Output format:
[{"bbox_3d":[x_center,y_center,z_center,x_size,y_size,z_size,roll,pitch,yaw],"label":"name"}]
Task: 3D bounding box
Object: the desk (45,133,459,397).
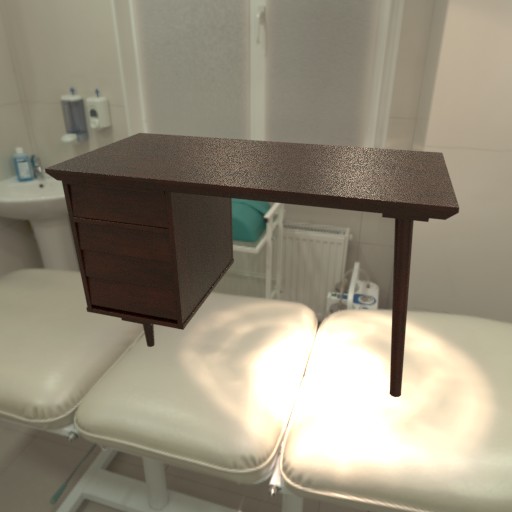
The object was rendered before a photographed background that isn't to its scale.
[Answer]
[{"bbox_3d":[0.000,0.000,1.735,1.277,0.758,0.612,8,28,15],"label":"desk"}]
